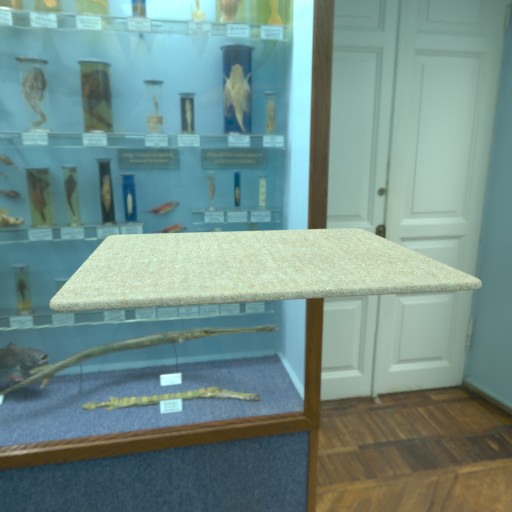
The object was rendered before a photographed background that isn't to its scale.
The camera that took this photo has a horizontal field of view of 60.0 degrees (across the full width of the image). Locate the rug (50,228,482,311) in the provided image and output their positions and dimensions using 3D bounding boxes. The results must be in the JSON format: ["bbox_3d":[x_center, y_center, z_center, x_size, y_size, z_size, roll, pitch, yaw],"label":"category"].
[{"bbox_3d":[0.000,0.000,3.443,2.528,0.048,2.009,-2,13,-9],"label":"rug"}]
